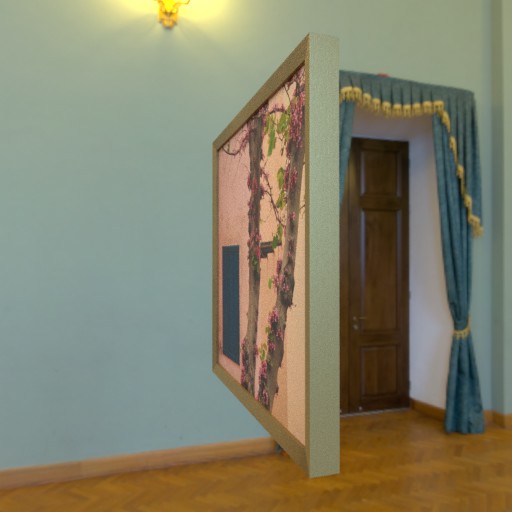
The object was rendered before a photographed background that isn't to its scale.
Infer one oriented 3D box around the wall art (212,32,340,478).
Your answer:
[{"bbox_3d":[0.000,0.000,0.751,0.038,0.508,0.507,0,0,-18],"label":"wall art"}]
